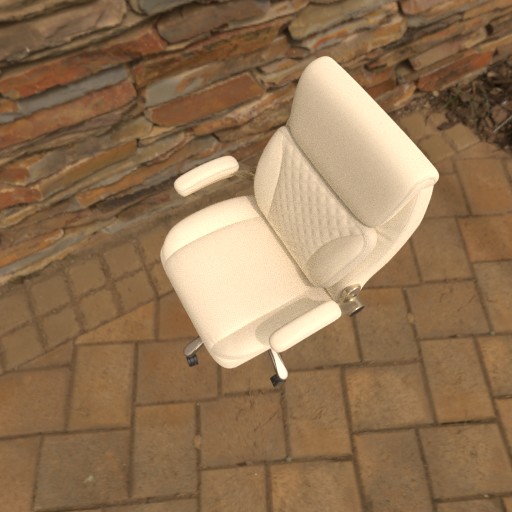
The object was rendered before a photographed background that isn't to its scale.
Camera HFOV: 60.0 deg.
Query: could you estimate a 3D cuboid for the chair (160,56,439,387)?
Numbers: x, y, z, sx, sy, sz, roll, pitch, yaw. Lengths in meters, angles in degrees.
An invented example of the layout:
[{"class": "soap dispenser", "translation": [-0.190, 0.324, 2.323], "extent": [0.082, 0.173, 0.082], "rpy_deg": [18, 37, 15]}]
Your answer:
[{"class": "chair", "translation": [0.000, 0.000, 1.593], "extent": [0.794, 1.110, 0.740], "rpy_deg": [-31, 68, -14]}]
